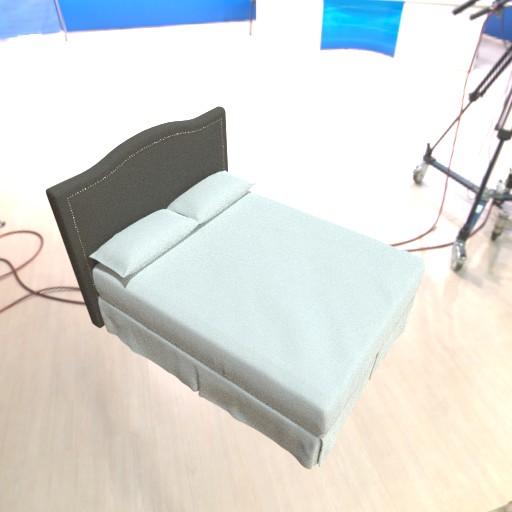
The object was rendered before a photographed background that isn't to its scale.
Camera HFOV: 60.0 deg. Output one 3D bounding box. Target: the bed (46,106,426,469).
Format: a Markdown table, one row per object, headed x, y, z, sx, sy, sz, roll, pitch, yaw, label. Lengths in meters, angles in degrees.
| x | y | z | sx | sy | sz | roll | pitch | yaw | label |
| --- | --- | --- | --- | --- | --- | --- | --- | --- | --- |
| 0.000 | 0.000 | 3.157 | 2.036 | 1.387 | 1.666 | 25 | 46 | 27 | bed |
